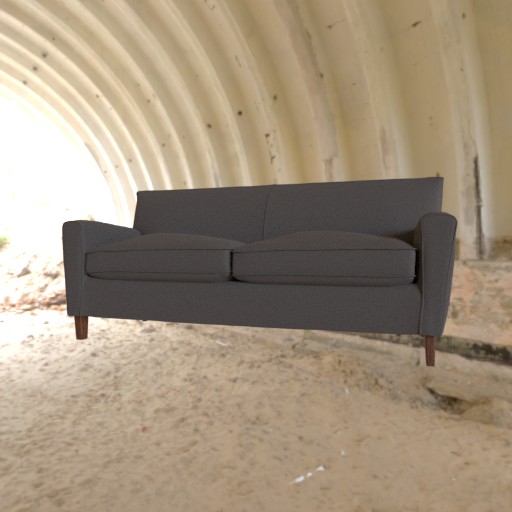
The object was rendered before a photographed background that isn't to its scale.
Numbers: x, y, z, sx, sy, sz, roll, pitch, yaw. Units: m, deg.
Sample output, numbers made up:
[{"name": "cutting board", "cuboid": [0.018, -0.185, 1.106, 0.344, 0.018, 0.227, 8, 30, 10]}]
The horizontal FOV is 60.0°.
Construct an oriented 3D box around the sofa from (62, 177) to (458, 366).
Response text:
[{"name": "sofa", "cuboid": [0.000, 0.000, 2.465, 2.002, 0.907, 0.843, 0, 1, 18]}]
